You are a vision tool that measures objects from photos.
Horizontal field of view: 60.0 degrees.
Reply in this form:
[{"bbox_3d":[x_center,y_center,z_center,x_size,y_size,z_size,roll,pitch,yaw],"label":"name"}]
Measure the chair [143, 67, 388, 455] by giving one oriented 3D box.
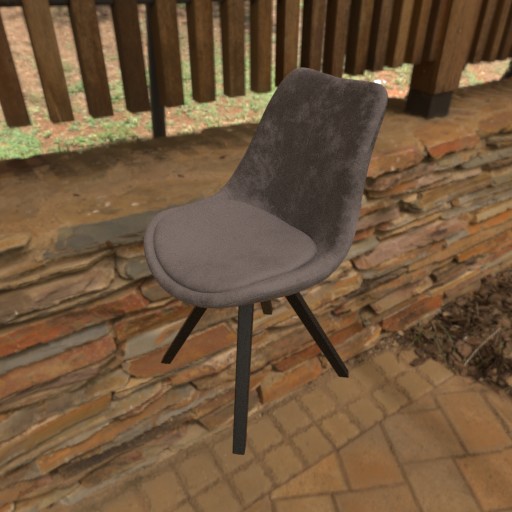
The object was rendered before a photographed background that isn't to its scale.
[{"bbox_3d":[0.000,0.000,1.179,0.550,0.850,0.485,-23,39,-31],"label":"chair"}]
